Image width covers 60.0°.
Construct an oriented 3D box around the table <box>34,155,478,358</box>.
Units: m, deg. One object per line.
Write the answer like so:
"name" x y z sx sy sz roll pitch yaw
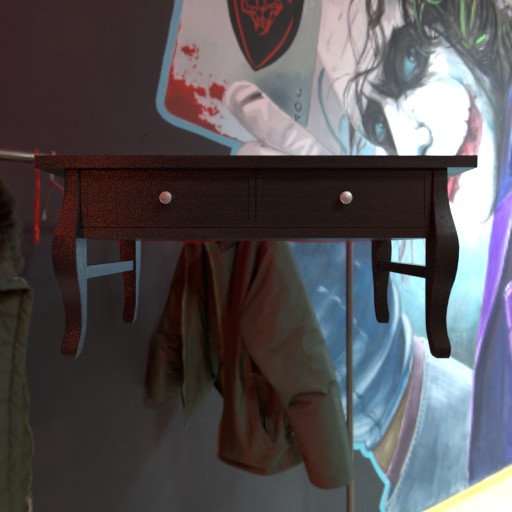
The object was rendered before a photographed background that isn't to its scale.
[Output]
"table" 0.000 0.000 1.356 1.062 0.494 0.600 0 1 0
